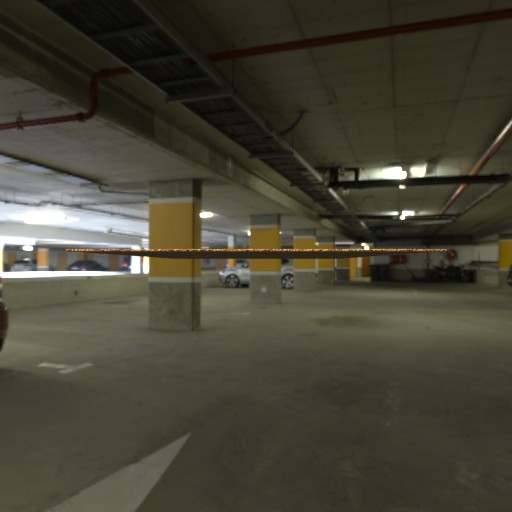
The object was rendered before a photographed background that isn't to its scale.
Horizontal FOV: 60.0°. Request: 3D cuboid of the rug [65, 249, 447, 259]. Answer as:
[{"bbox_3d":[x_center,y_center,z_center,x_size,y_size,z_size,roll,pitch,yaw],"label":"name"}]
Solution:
[{"bbox_3d":[0.000,0.000,2.191,1.143,0.006,1.747,0,-1,0],"label":"rug"}]
